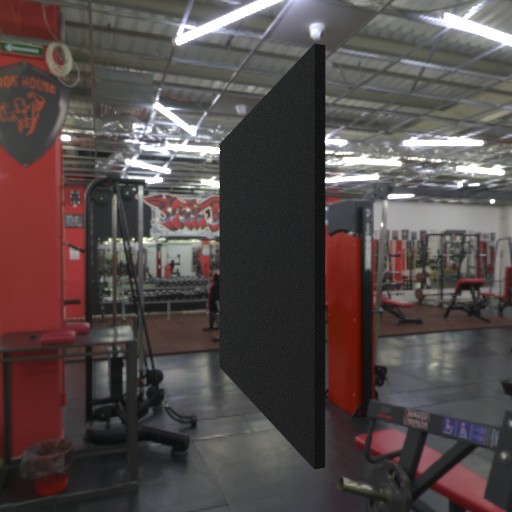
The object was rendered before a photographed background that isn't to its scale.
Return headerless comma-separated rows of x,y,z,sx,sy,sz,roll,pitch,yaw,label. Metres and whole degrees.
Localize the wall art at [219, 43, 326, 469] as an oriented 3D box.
0.000,0.000,0.695,0.013,0.458,0.456,0,0,-18,wall art
